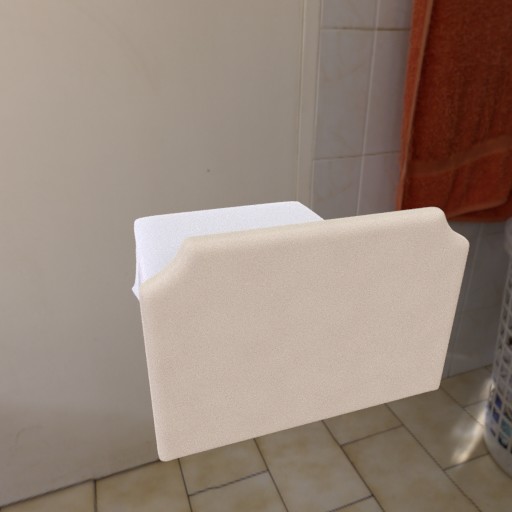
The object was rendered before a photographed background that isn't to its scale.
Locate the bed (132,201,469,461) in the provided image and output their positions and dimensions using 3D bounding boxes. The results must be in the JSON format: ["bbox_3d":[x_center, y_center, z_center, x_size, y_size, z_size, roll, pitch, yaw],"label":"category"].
[{"bbox_3d":[0.000,0.000,3.331,1.827,1.296,2.209,-8,26,-17],"label":"bed"}]
